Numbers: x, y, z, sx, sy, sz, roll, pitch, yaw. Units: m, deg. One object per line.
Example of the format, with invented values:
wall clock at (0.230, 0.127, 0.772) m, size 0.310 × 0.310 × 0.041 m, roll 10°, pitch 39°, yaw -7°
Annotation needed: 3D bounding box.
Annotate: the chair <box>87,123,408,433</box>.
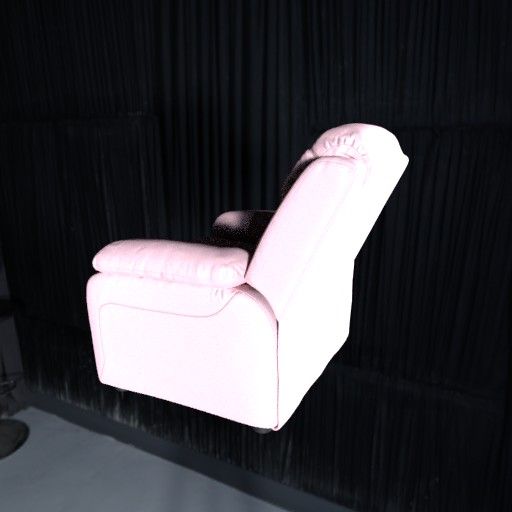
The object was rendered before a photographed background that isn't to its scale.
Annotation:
chair at (0.000, 0.000, 1.249) m, size 0.709 × 0.702 × 0.680 m, roll 7°, pitch 16°, yaw 26°
